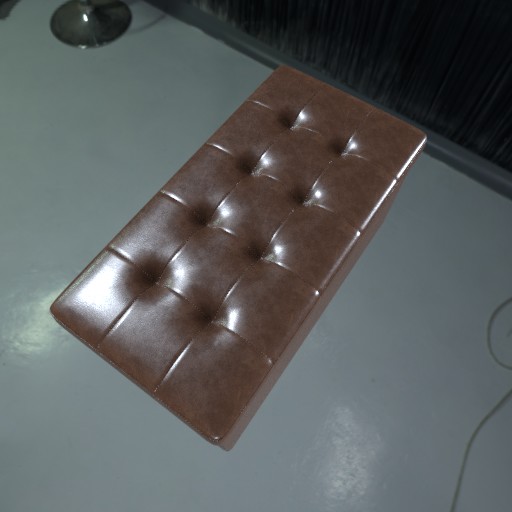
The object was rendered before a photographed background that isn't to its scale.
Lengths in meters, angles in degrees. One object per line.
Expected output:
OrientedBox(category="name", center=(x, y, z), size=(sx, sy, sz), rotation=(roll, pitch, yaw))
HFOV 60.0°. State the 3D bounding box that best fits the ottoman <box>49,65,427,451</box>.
OrientedBox(category="ottoman", center=(0.000, 0.000, 1.141), size=(0.432, 0.470, 0.838), rotation=(32, 68, 15))
